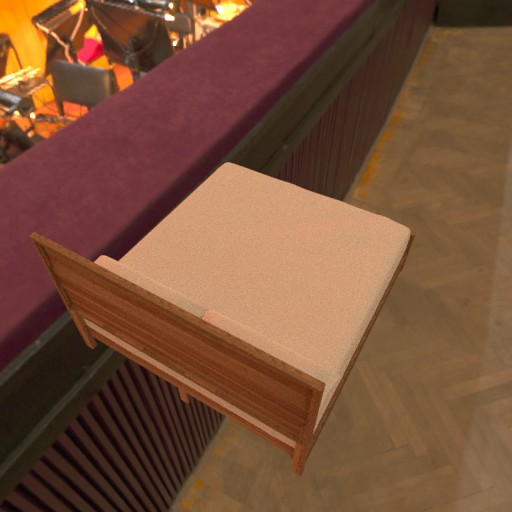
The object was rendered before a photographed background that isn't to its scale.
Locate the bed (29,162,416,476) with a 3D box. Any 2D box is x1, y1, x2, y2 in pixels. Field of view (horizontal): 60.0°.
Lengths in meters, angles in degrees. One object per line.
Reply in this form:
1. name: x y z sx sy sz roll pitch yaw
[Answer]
1. bed: 0.000 0.000 3.534 2.013 1.295 2.184 24 52 20
